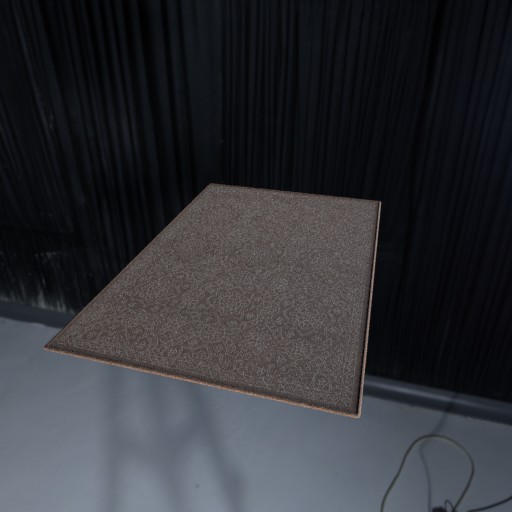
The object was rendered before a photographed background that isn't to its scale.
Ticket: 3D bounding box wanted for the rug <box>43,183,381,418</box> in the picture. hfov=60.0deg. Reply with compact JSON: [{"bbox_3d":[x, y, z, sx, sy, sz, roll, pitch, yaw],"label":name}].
[{"bbox_3d":[0.000,0.000,2.933,1.524,0.011,2.286,8,31,14],"label":"rug"}]
